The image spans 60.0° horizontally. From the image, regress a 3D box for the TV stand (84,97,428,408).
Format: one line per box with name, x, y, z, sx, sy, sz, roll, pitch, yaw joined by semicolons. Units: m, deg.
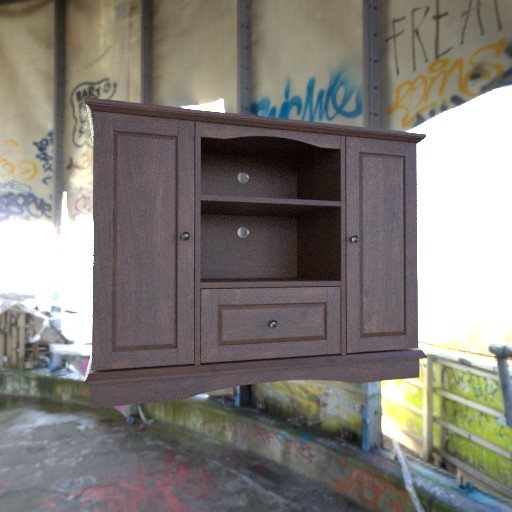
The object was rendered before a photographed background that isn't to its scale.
TV stand;0.000;0.000;1.500;1.067;0.813;0.406;0;-1;-18
